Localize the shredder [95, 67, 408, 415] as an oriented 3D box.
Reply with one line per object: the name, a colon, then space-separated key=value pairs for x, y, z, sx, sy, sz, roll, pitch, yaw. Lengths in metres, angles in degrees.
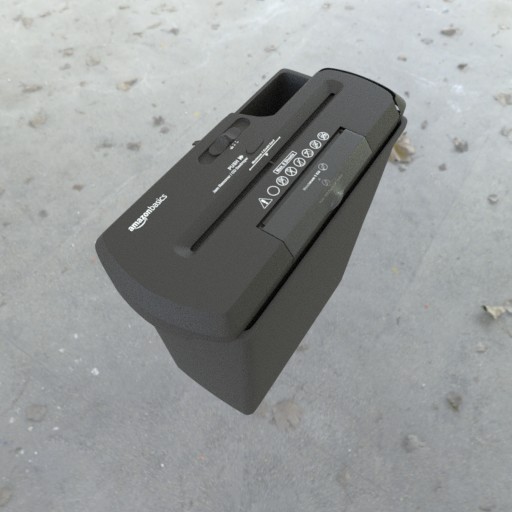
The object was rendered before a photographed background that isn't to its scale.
shredder: x=0.000 y=0.000 z=0.512 sx=0.170 sy=0.335 sz=0.320 roll=30 pitch=62 yaw=18
